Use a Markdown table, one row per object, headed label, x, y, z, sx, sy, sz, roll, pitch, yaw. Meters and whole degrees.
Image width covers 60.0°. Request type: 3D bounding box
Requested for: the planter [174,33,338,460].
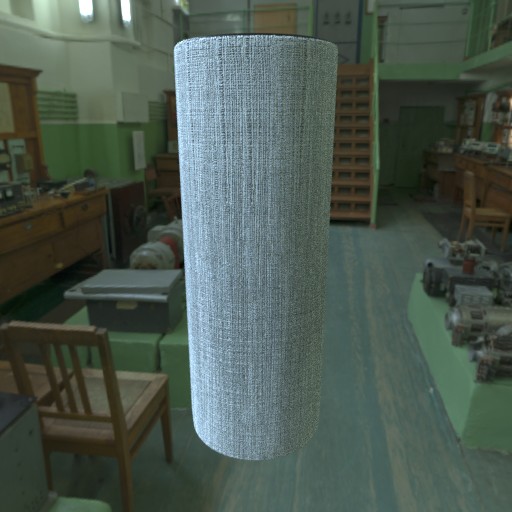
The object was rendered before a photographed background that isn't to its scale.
| label | x | y | z | sx | sy | sz | roll | pitch | yaw |
| --- | --- | --- | --- | --- | --- | --- | --- | --- | --- |
| planter | 0.000 | 0.000 | 0.313 | 0.100 | 0.270 | 0.100 | 2 | 18 | 7 |
